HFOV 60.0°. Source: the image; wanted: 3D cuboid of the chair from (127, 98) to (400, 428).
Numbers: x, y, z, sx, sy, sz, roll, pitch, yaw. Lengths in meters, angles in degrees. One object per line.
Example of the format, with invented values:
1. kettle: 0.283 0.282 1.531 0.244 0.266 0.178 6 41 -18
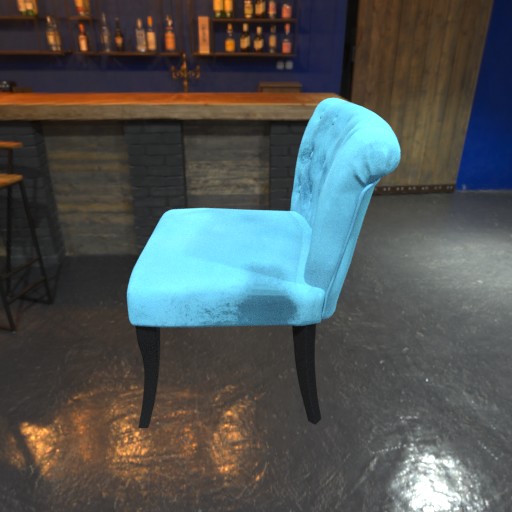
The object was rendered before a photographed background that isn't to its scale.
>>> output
1. chair: 0.000 0.000 1.192 0.605 0.750 0.582 0 26 0
